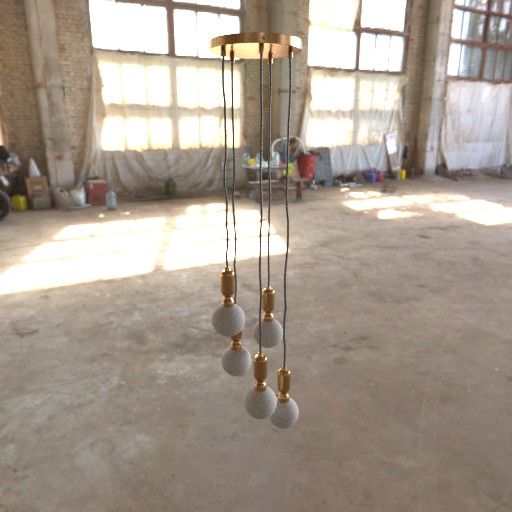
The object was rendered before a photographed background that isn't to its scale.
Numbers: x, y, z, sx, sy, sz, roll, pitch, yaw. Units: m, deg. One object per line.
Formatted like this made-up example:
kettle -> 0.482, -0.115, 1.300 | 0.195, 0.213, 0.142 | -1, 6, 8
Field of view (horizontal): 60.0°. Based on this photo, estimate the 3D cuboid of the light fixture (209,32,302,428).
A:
light fixture -> 0.000, 0.000, 0.516 | 0.108, 0.457, 0.105 | -2, 16, -9
